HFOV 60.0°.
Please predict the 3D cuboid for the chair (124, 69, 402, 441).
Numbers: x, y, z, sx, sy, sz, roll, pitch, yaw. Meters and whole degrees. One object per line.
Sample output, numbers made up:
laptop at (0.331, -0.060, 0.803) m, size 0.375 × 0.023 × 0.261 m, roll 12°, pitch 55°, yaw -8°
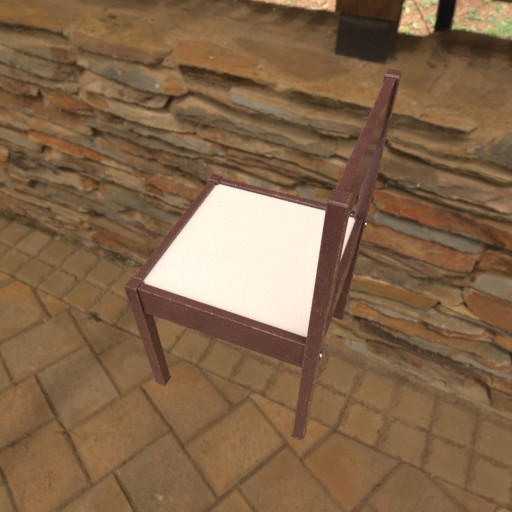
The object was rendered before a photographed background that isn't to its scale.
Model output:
chair at (0.000, 0.000, 0.681) m, size 0.285 × 0.505 × 0.285 m, roll 16°, pitch 48°, yaw 15°
